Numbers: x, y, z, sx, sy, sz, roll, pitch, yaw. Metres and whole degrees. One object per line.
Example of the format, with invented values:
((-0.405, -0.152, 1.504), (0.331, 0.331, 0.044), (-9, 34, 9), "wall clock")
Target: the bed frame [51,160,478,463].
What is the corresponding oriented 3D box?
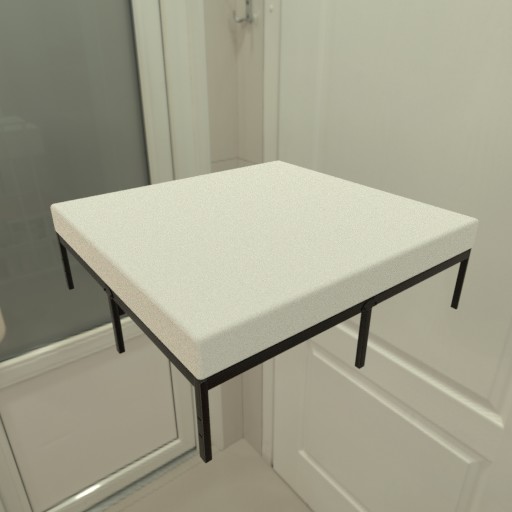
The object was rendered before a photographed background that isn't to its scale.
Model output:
((0.000, 0.000, 3.052), (2.079, 0.659, 1.963), (-19, 31, -33), "bed frame")
